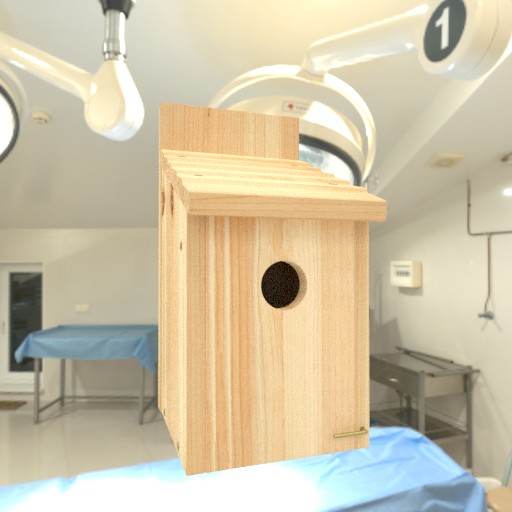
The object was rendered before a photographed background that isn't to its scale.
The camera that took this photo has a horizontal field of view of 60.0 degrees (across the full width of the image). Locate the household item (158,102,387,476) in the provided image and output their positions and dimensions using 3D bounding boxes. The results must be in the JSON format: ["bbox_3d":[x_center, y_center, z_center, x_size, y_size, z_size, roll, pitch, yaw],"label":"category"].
[{"bbox_3d":[0.000,0.000,0.385,0.149,0.300,0.171,0,-1,-19],"label":"household item"}]
